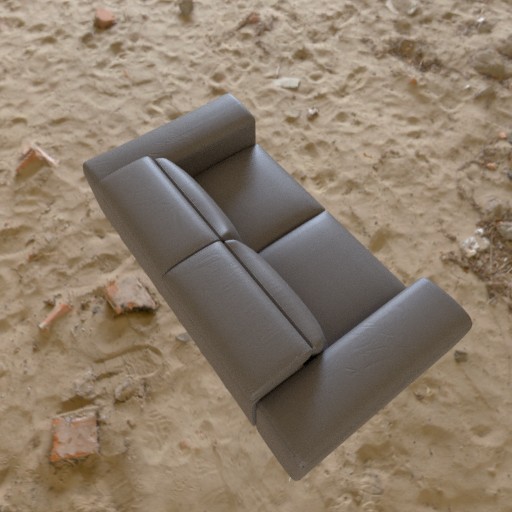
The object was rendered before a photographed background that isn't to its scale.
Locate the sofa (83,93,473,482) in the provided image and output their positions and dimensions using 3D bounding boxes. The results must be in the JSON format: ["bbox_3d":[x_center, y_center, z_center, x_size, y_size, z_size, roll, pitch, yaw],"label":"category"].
[{"bbox_3d":[0.000,0.000,2.367,1.024,0.753,1.930,-32,64,-18],"label":"sofa"}]
